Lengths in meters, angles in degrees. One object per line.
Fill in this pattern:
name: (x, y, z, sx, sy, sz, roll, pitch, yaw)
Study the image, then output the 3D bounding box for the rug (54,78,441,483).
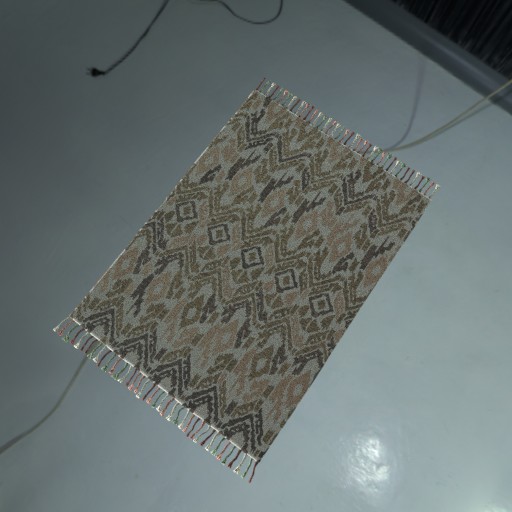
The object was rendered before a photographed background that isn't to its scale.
rug: (0.000, 0.000, 2.328, 1.219, 0.008, 1.829, 35, 78, 8)
